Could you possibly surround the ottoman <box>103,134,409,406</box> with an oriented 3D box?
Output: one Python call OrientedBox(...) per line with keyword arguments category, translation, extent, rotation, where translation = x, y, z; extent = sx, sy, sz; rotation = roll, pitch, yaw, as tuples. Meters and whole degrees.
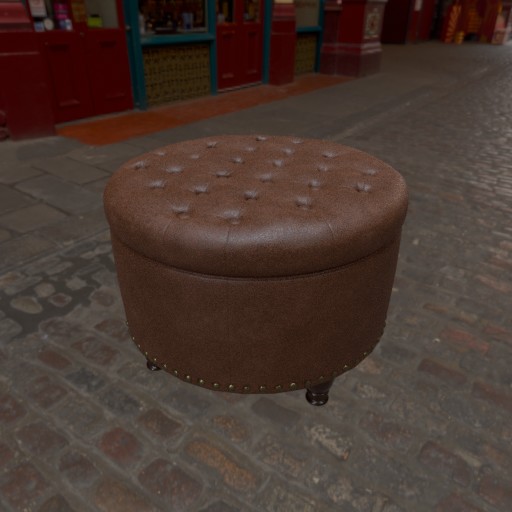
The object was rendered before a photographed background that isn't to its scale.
OrientedBox(category="ottoman", translation=(0.000, 0.000, 1.051), extent=(0.637, 0.442, 0.637), rotation=(0, 30, 0))
